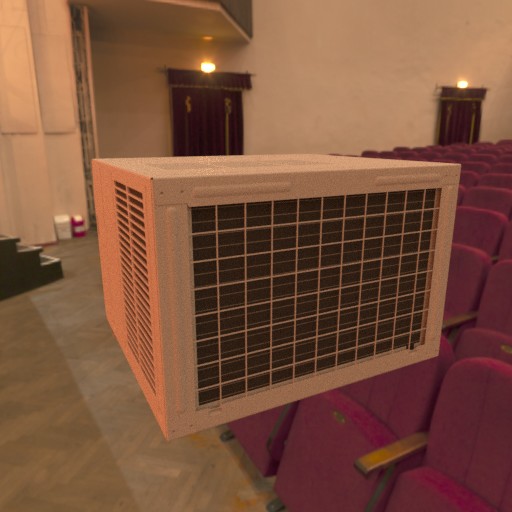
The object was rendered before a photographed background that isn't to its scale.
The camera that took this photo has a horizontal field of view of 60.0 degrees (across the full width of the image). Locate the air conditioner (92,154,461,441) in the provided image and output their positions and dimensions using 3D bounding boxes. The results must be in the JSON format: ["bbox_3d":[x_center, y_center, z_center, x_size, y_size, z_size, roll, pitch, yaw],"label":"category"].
[{"bbox_3d":[0.000,0.000,1.079,0.645,0.455,0.599,-8,17,-26],"label":"air conditioner"}]
